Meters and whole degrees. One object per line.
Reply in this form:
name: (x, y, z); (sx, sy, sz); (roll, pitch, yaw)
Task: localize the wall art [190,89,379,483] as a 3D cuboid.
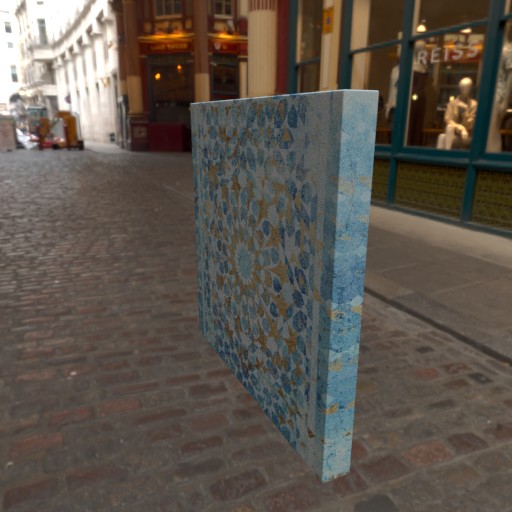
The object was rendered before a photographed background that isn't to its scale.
wall art: (0.000, 0.000, 0.606); (0.037, 0.405, 0.405); (-8, 19, -25)
